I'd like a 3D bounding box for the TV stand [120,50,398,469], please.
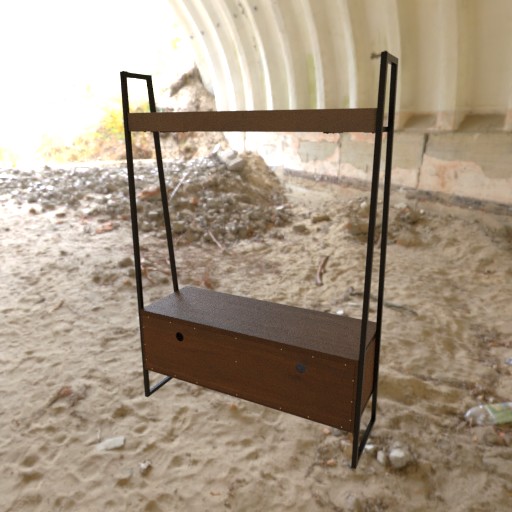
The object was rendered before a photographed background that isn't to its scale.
[{"bbox_3d":[0.000,0.000,2.248,1.250,1.772,0.432,8,18,26],"label":"TV stand"}]
